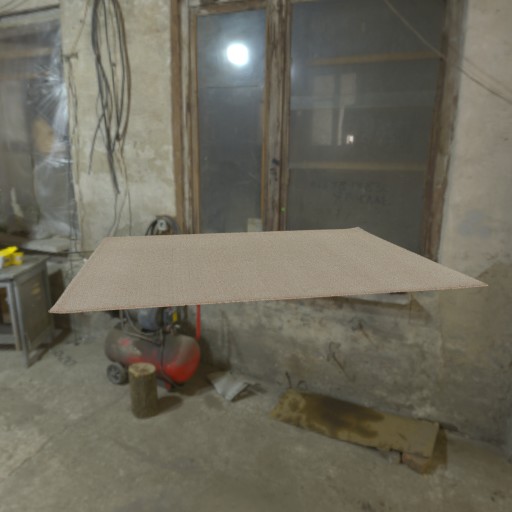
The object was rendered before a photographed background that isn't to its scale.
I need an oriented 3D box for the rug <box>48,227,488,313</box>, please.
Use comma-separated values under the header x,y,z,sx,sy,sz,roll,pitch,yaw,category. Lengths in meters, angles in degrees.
x,y,z,sx,sy,sz,roll,pitch,yaw,category
0.000,0.000,3.928,2.897,0.035,2.277,-3,14,-10,rug
